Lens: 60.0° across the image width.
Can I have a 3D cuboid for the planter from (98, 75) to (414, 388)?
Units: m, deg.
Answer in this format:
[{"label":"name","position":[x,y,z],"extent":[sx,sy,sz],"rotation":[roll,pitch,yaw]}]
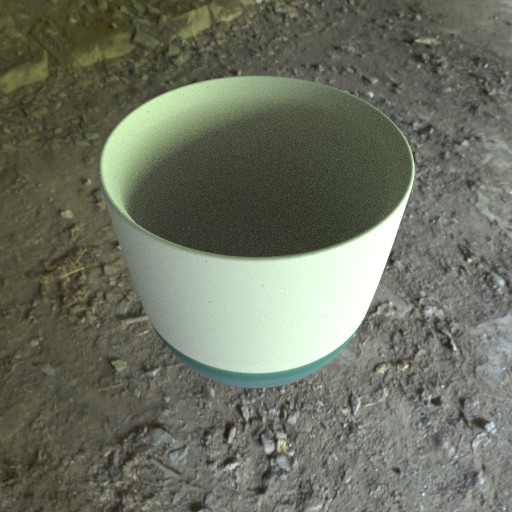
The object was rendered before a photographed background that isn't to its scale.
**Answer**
[{"label":"planter","position":[0.000,0.000,0.371],"extent":[0.204,0.214,0.204],"rotation":[0,47,0]}]
